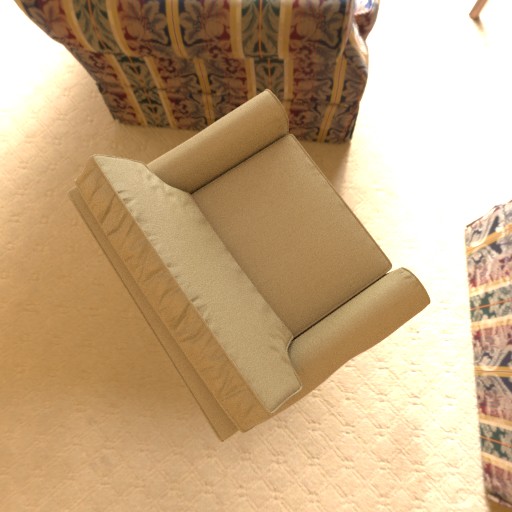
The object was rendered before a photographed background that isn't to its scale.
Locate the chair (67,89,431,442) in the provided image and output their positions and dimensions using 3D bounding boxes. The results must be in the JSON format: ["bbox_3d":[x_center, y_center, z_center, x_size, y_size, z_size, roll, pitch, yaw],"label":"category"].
[{"bbox_3d":[0.000,0.000,1.773,0.903,0.937,1.096,-34,79,-8],"label":"chair"}]
